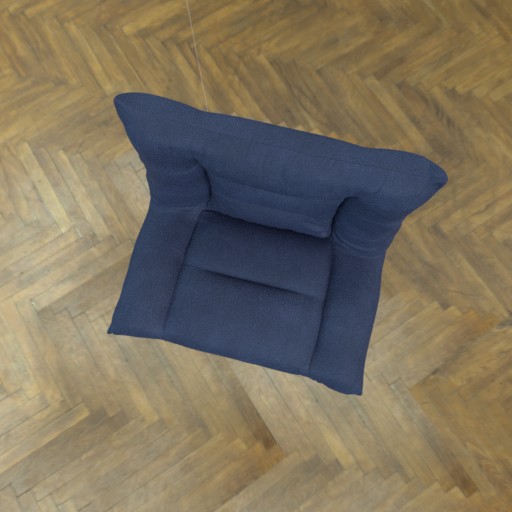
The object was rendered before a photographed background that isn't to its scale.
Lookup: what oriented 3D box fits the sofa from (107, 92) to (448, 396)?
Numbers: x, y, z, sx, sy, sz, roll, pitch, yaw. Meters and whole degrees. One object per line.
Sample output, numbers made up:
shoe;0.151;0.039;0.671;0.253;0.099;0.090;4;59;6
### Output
sofa;0.000;0.000;1.709;1.122;0.778;0.849;14;77;3
